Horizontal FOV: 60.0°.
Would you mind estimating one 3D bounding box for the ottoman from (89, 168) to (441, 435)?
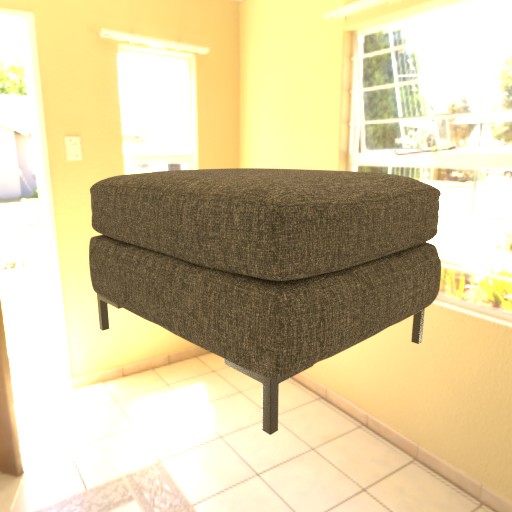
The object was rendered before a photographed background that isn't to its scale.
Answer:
[{"bbox_3d":[0.000,0.000,1.251,0.683,0.480,0.828,-12,18,-43],"label":"ottoman"}]
